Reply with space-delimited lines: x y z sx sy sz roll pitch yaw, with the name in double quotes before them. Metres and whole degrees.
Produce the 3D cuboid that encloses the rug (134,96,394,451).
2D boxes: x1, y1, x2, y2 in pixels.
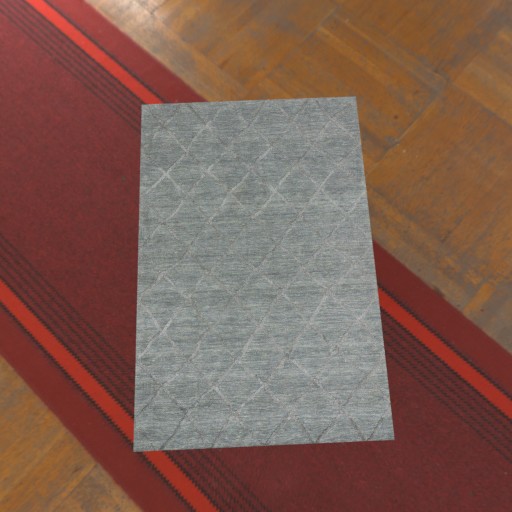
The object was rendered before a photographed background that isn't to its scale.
"rug" 0.000 0.000 2.867 1.521 0.006 2.283 -2 76 -1
